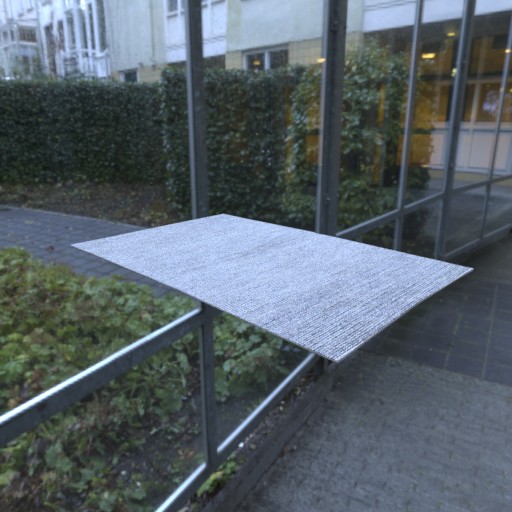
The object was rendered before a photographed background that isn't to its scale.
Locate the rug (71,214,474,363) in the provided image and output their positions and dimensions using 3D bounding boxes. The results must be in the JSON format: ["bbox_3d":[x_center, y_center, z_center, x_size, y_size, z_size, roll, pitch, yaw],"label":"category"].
[{"bbox_3d":[0.000,0.000,2.298,1.789,0.021,1.159,16,24,41],"label":"rug"}]
